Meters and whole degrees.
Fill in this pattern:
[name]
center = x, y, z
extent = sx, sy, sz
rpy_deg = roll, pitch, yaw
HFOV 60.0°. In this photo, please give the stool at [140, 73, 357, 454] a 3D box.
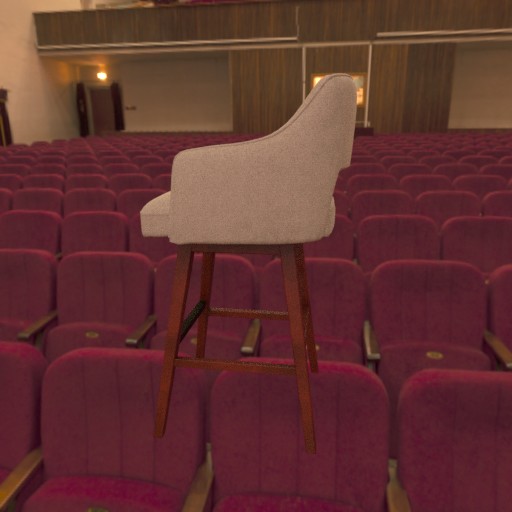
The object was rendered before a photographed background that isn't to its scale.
[stool]
center = 0.000, 0.000, 1.367
extent = 0.558, 1.012, 0.548
rpy_deg = 2, 15, 8
